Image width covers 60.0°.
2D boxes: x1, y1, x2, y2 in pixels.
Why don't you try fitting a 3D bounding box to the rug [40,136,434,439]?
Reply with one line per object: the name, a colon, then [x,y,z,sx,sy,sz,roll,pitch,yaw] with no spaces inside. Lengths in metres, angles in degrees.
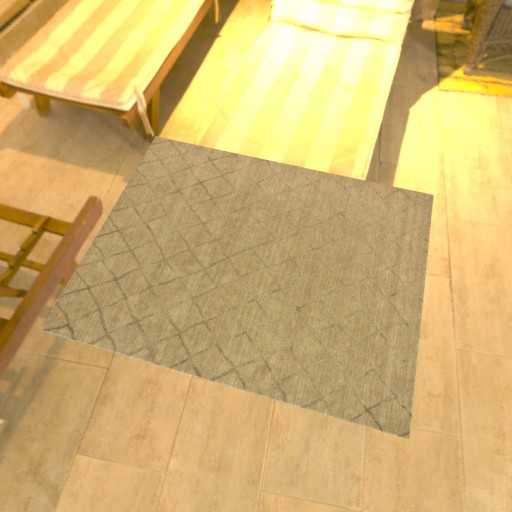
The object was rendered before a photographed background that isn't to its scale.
rug: [0.000,0.000,4.086,3.038,0.019,2.420,14,58,9]
